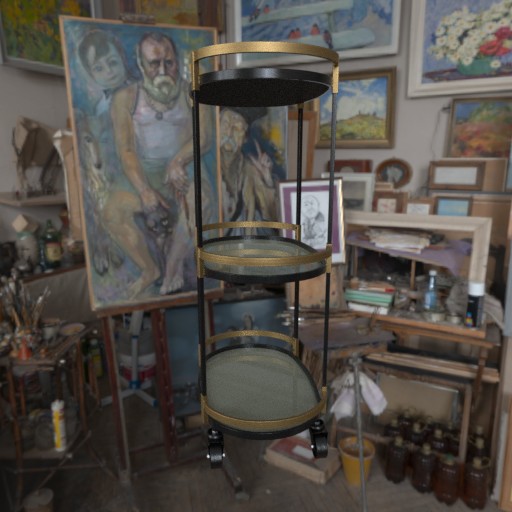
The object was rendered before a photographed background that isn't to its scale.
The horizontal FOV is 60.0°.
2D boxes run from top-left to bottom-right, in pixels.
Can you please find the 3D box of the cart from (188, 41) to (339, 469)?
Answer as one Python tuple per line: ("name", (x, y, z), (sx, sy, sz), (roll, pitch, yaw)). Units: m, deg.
("cart", (0.000, 0.000, 1.118), (0.311, 0.885, 0.515), (-2, 13, -8))
